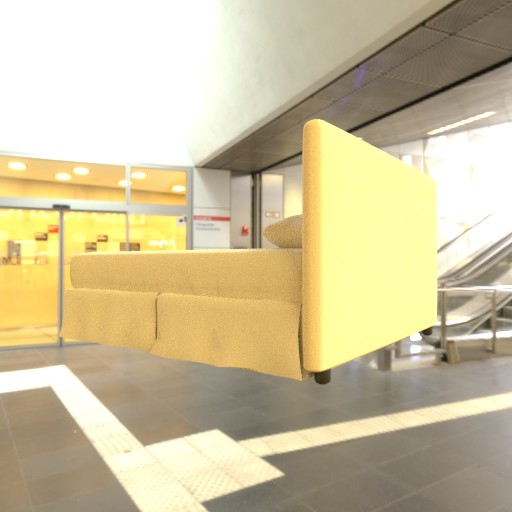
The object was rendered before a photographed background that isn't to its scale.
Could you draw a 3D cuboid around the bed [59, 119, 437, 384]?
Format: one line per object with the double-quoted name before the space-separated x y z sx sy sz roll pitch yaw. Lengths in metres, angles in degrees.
"bed" 0.000 0.000 3.620 2.341 1.317 2.119 0 -1 37
